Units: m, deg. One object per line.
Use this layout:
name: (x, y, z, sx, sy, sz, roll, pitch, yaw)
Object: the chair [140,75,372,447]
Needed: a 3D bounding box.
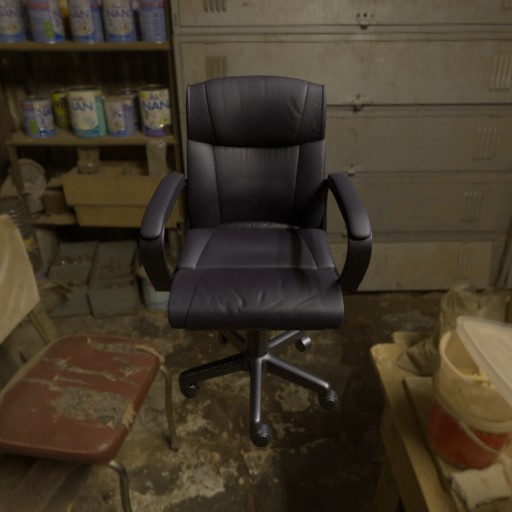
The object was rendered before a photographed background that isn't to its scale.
chair: (0.000, 0.000, 1.402, 0.576, 0.998, 0.641, 0, 29, 0)
